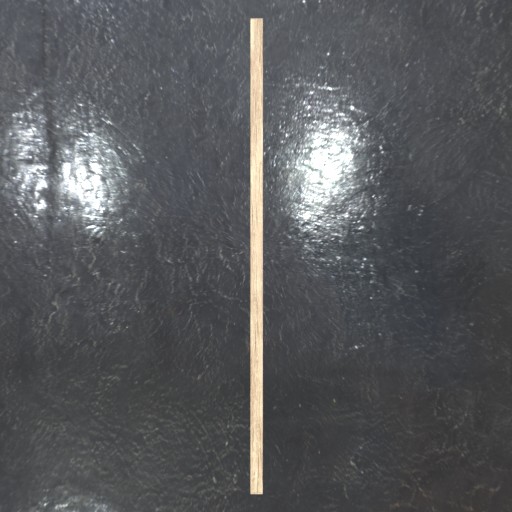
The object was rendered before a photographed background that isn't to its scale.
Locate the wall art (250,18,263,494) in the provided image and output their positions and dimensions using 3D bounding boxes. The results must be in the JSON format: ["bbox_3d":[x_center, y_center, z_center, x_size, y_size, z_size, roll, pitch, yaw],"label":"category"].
[{"bbox_3d":[0.000,0.000,0.965,0.021,0.480,0.780,0,91,0],"label":"wall art"}]
